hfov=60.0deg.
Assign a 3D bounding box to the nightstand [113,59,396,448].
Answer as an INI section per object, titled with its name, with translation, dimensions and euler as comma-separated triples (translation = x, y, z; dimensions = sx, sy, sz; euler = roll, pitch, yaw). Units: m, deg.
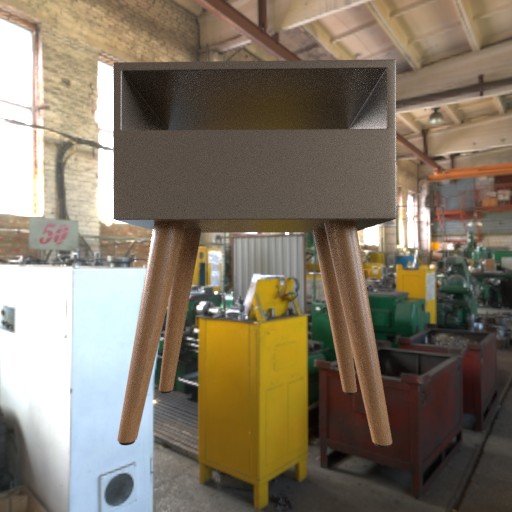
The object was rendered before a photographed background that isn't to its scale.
[nightstand]
translation = 0.000, 0.000, 0.720
dimensions = 0.370, 0.508, 0.288
euler = 0, -1, 1
